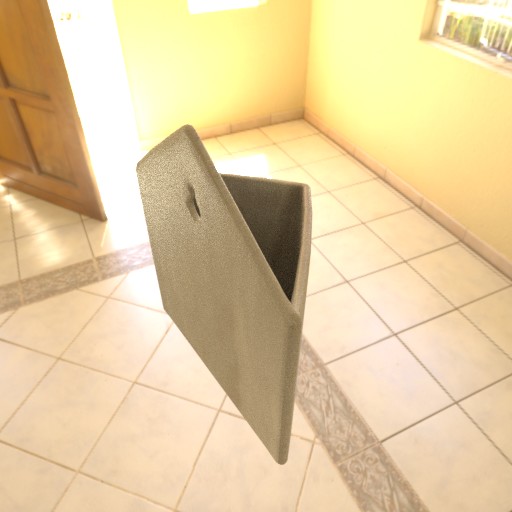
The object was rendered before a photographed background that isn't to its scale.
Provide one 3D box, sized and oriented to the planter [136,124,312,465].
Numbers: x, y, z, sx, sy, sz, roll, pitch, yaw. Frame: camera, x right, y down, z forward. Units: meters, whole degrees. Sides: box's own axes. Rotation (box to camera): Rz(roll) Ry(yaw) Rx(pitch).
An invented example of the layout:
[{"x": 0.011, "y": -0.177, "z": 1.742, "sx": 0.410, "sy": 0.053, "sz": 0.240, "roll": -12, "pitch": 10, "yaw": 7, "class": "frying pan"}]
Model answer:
[{"x": 0.000, "y": 0.000, "z": 0.277, "sx": 0.080, "sy": 0.194, "sz": 0.163, "roll": -25, "pitch": 48, "yaw": -26, "class": "planter"}]
